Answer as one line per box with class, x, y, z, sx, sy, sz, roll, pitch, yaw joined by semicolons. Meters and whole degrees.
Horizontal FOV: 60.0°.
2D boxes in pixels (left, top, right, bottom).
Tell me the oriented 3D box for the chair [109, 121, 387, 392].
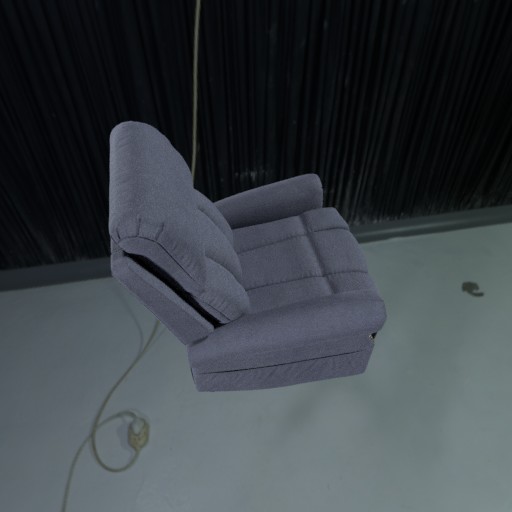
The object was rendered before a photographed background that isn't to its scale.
chair;0.000;0.000;1.812;0.979;1.031;0.871;-9;47;-8
